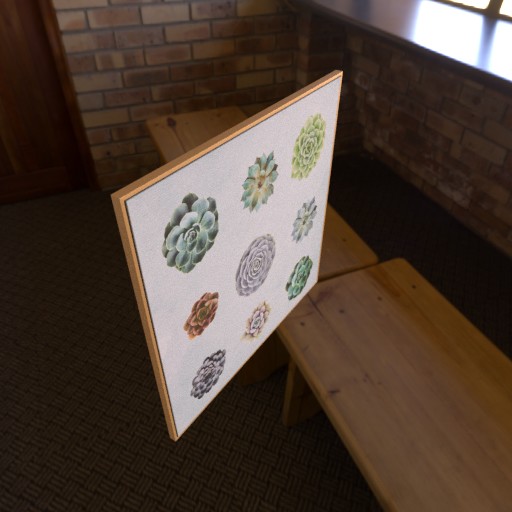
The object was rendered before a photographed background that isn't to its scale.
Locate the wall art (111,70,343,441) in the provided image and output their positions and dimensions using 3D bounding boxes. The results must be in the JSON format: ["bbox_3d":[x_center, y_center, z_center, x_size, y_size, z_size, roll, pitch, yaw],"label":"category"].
[{"bbox_3d":[0.000,0.000,0.706,0.013,0.455,0.457,25,46,26],"label":"wall art"}]
